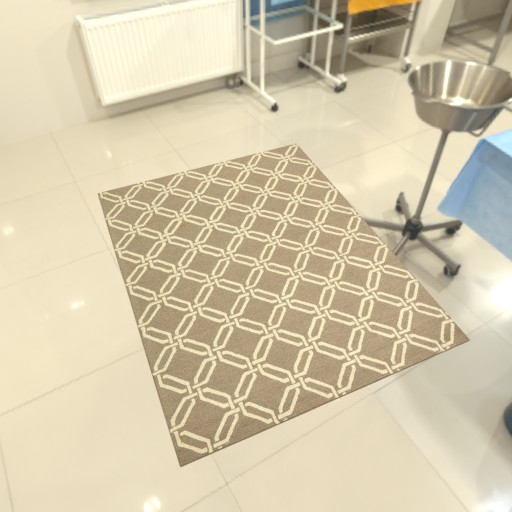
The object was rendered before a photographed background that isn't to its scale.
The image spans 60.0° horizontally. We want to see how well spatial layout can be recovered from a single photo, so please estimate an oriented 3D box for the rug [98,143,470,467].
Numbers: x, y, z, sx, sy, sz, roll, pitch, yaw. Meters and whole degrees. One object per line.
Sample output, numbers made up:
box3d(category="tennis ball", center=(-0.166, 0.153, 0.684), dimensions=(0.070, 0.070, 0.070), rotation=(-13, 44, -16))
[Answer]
box3d(category="rug", center=(0.000, 0.000, 3.952), dimensions=(2.288, 0.018, 2.895), rotation=(-18, 50, -16))
